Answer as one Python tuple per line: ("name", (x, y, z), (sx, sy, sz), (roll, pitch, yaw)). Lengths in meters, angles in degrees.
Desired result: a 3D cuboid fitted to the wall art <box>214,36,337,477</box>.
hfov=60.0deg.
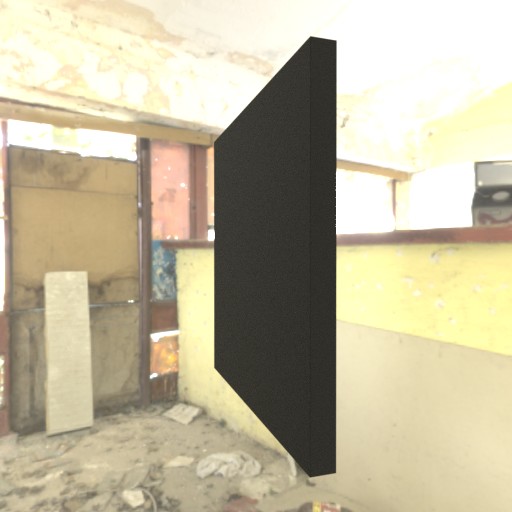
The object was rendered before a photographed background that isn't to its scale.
("wall art", (0.000, 0.000, 0.684), (0.030, 0.458, 0.462), (0, 0, -18))
